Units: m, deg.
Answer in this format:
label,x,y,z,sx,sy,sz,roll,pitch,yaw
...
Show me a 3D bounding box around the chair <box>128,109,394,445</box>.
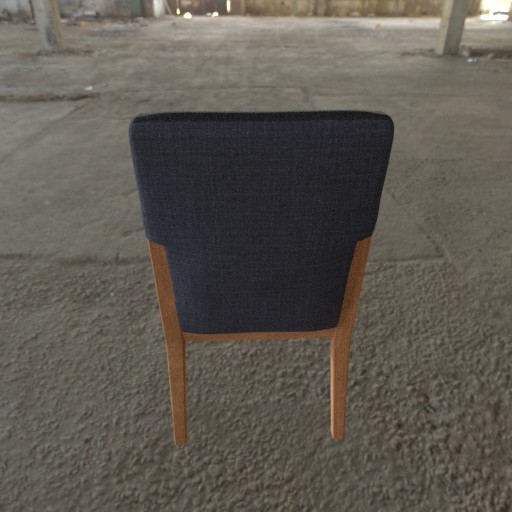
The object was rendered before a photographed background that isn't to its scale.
label,x,y,z,sx,sy,sz,roll,pitch,yaw
chair,0.000,0.000,1.250,0.507,0.911,0.586,-1,31,-2
